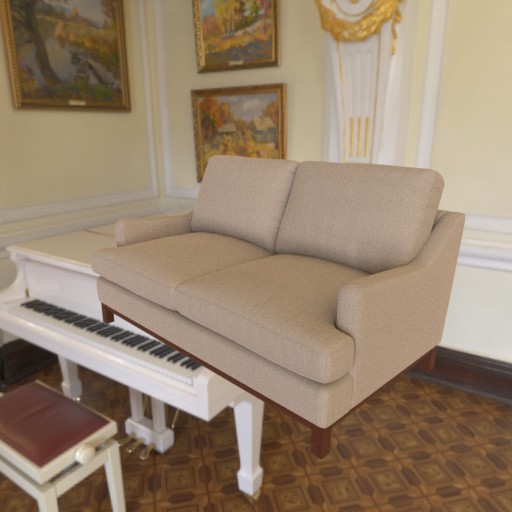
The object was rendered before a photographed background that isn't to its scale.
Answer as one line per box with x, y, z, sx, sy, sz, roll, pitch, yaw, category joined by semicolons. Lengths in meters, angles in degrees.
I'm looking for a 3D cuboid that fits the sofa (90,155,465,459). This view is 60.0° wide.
0.000;0.000;2.189;1.004;0.910;1.619;-15;22;-43;sofa
